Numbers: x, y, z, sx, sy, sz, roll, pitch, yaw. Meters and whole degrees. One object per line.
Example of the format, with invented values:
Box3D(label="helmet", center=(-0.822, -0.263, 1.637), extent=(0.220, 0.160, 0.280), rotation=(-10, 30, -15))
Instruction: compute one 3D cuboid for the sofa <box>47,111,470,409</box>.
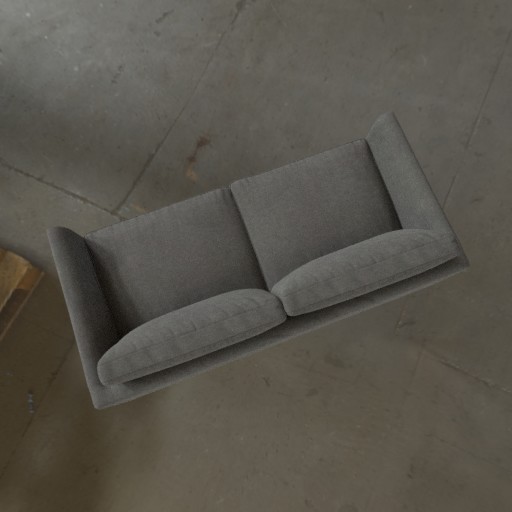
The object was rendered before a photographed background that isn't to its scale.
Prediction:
Box3D(label="sofa", center=(0.000, 0.000, 2.777), extent=(2.257, 0.838, 1.092), rotation=(-20, 77, -5))
